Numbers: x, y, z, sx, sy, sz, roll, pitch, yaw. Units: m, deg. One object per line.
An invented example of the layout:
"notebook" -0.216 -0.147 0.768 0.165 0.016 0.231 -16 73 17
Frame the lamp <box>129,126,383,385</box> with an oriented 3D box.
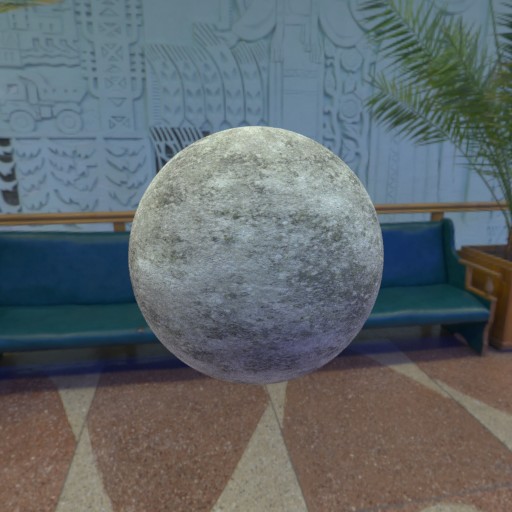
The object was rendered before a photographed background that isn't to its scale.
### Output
"lamp" 0.000 0.000 0.763 0.422 0.429 0.422 0 15 0
